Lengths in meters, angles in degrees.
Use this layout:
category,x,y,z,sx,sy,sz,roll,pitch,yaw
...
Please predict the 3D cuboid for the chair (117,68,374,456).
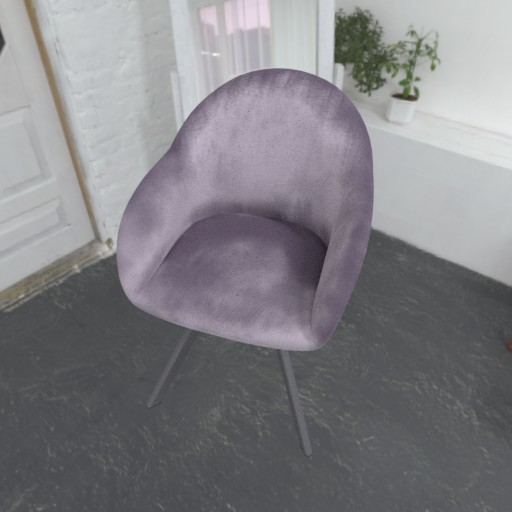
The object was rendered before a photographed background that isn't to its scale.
category,x,y,z,sx,sy,sz,roll,pitch,yaw
chair,0.000,0.000,1.179,0.550,0.795,0.590,12,42,13
